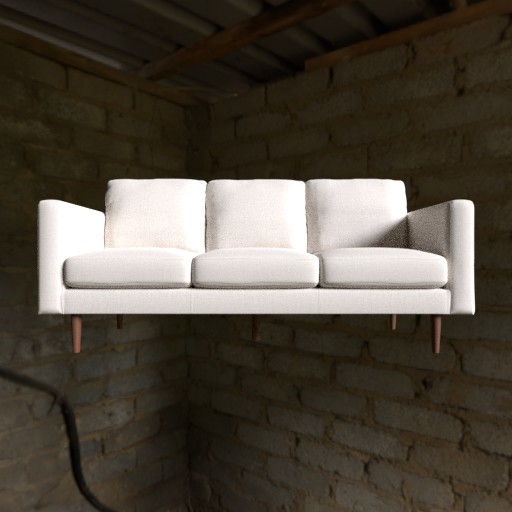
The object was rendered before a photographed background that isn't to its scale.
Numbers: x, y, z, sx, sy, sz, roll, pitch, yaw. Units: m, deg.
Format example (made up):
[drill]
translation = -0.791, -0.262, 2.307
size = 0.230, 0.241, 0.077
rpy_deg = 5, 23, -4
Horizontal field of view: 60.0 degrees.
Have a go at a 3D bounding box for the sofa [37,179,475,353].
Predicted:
[sofa]
translation = 0.000, 0.000, 2.407
size = 2.029, 0.912, 0.802
rpy_deg = 0, 0, 0
